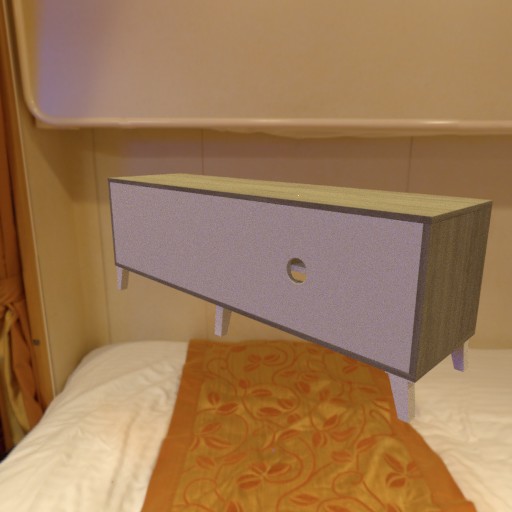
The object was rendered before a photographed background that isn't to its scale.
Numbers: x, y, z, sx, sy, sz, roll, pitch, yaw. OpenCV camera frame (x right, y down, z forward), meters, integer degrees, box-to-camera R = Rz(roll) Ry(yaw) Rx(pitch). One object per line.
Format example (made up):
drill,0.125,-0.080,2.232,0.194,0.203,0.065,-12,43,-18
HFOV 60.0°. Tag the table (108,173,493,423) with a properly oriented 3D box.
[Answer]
table,0.000,0.000,1.700,1.500,0.530,0.400,14,20,43
